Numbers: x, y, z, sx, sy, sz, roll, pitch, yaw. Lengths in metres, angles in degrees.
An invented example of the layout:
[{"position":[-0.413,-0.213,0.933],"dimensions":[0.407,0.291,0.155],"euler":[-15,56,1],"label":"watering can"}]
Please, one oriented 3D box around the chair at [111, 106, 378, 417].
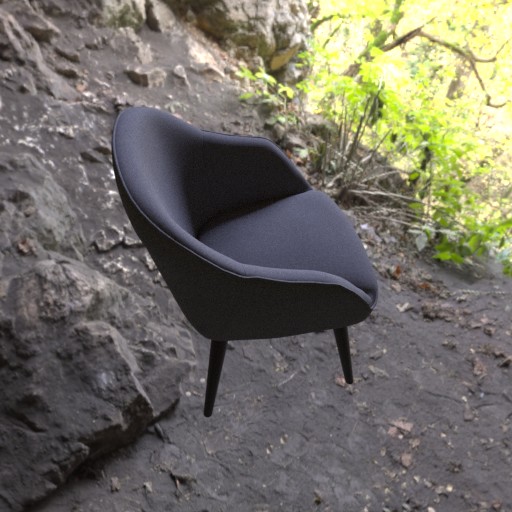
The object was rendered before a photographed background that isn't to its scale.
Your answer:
[{"position":[0.000,0.000,1.236],"dimensions":[0.611,0.810,0.589],"euler":[-10,47,-9],"label":"chair"}]
